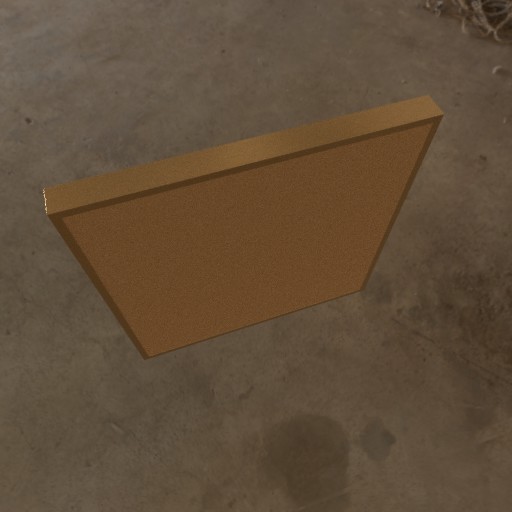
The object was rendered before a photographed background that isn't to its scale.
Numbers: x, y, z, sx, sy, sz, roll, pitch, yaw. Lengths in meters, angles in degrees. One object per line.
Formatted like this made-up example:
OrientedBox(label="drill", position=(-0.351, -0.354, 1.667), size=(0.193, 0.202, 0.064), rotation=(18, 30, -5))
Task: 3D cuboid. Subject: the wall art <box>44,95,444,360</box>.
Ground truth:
OrientedBox(label="wall art", position=(0.000, 0.000, 0.766), size=(0.509, 0.509, 0.040), rotation=(-16, 60, -10))
